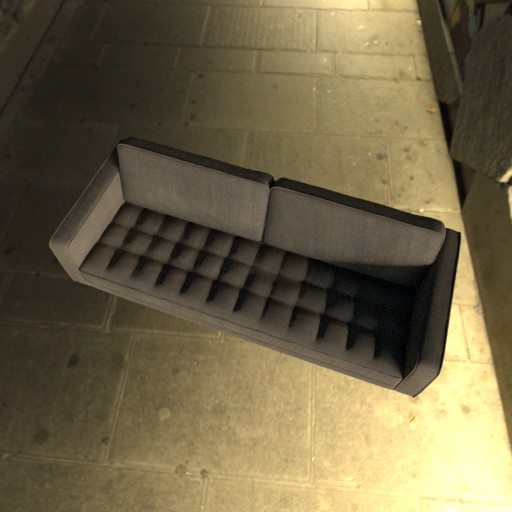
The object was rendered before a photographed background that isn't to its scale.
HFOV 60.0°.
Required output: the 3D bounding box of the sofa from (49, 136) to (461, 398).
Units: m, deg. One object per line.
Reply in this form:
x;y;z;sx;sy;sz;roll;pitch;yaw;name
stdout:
0.000;0.000;2.721;2.295;0.813;0.923;17;60;10;sofa
